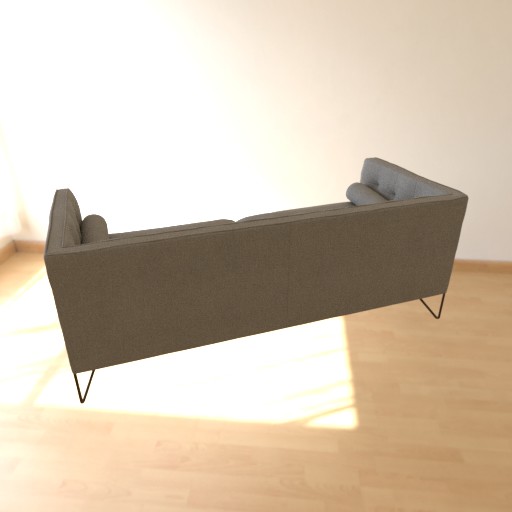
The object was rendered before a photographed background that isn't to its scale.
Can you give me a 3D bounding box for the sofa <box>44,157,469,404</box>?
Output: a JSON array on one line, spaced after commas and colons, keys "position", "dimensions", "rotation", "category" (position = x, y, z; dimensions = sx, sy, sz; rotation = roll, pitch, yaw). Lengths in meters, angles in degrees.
[{"position": [0.000, 0.000, 2.556], "dimensions": [2.079, 0.798, 0.912], "rotation": [-9, 29, -17], "category": "sofa"}]
